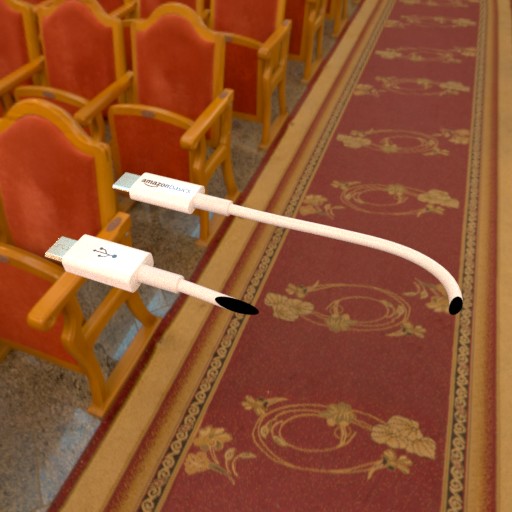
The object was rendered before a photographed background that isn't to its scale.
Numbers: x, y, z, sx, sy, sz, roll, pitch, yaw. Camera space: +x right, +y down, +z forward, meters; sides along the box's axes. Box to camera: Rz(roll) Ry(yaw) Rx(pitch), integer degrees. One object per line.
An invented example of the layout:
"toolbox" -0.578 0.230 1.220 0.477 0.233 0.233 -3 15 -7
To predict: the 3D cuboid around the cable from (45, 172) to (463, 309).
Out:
"cable" 0.000 0.000 0.111 0.098 0.006 0.040 15 48 14
